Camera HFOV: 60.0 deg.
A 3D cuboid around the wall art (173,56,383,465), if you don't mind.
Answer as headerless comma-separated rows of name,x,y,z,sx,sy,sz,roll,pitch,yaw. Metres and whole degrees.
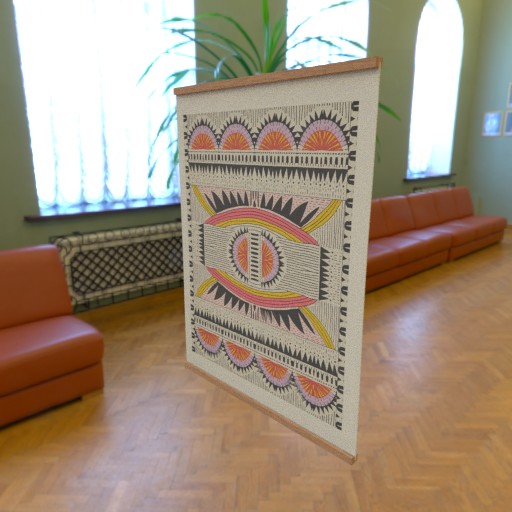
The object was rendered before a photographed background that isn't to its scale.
wall art,0.000,0.000,1.337,0.028,1.016,0.765,-13,19,-43
